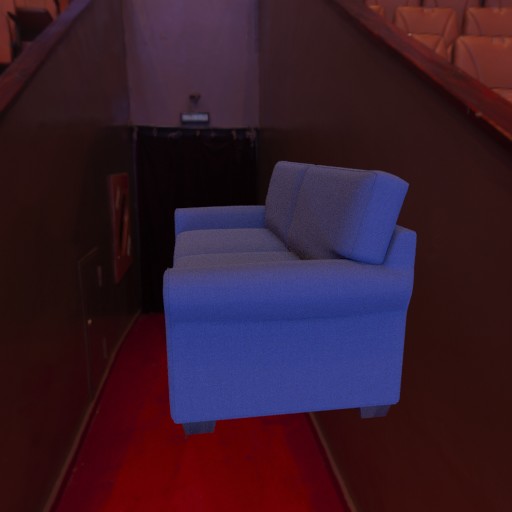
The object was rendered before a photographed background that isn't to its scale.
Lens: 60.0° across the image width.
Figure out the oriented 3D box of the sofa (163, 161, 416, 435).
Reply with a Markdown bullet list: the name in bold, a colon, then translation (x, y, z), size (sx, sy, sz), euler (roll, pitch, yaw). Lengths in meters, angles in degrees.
- **sofa**: translation (0.000, 0.000, 2.522), size (0.940, 1.020, 1.930), euler (-2, 14, -9)
